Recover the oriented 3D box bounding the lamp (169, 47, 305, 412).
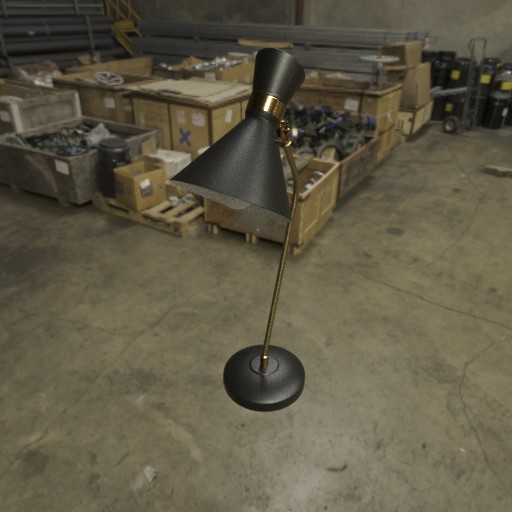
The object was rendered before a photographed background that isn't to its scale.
[{"bbox_3d":[0.000,0.000,0.767,0.189,0.647,0.292,18,34,28],"label":"lamp"}]
